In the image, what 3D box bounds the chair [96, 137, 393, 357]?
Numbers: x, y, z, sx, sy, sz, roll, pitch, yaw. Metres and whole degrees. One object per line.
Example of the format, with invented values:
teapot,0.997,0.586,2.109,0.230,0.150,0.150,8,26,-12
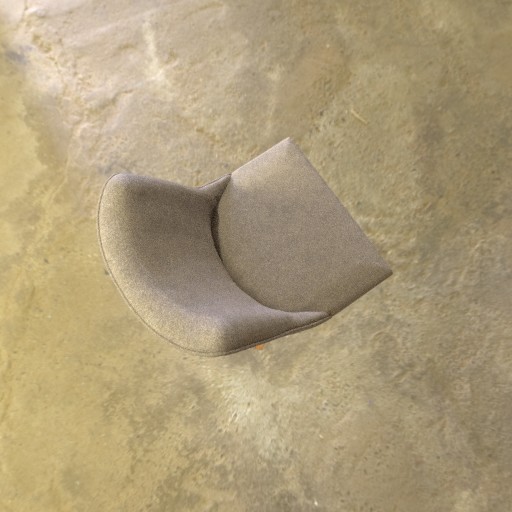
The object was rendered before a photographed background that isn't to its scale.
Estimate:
chair,0.000,0.000,1.316,0.636,0.916,0.548,-33,79,-8
